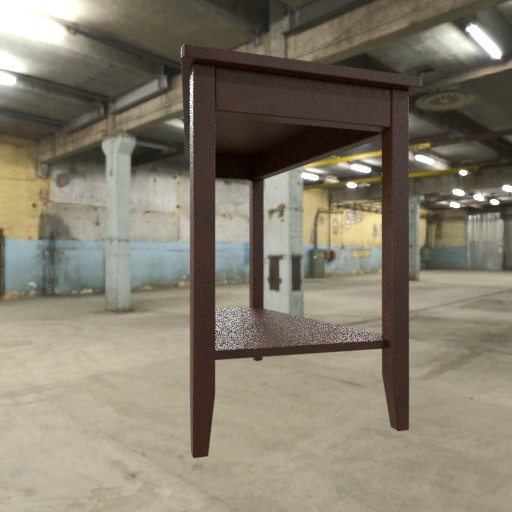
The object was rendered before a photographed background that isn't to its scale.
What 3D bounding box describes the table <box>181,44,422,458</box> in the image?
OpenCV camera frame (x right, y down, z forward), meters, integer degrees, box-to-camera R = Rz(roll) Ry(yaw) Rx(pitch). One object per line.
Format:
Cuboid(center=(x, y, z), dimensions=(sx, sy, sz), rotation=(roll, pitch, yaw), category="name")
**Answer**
Cuboid(center=(0.000, 0.000, 0.963), dimensions=(0.399, 0.589, 0.605), rotation=(0, 0, -17), category="table")
